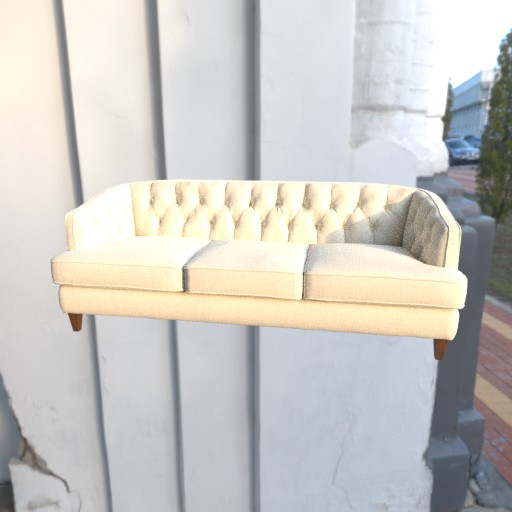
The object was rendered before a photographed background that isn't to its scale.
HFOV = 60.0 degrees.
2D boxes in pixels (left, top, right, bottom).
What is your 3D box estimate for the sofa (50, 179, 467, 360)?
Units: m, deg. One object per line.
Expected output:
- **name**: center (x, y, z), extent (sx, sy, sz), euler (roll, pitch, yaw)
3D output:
- **sofa**: center (0.000, 0.000, 2.775), extent (2.278, 0.855, 0.941), euler (3, 15, 9)
